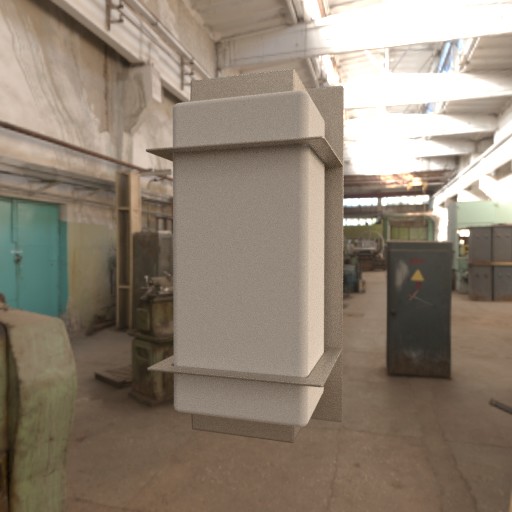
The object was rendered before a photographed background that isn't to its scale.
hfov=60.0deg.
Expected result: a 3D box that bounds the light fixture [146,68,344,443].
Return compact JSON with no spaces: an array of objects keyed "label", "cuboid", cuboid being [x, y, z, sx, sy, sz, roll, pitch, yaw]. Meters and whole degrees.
[{"label":"light fixture","cuboid":[0.000,0.000,0.469,0.168,0.380,0.160,0,1,18]}]
